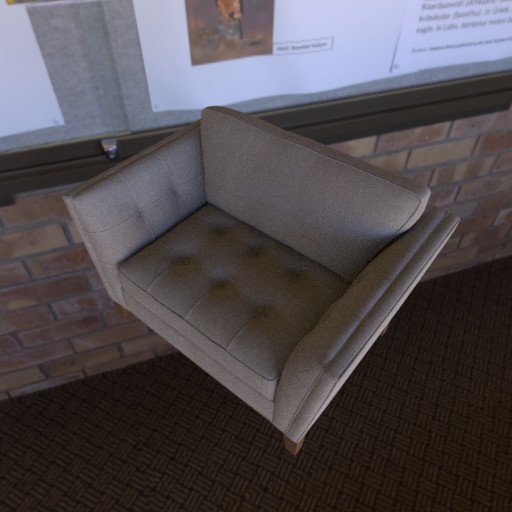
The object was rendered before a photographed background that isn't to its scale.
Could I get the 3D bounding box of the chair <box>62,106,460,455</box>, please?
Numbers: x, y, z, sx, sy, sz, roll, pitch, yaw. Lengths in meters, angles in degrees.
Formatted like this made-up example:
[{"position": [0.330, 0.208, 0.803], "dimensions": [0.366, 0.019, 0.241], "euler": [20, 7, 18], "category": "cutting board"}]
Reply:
[{"position": [0.000, 0.000, 2.077], "dimensions": [1.396, 0.942, 0.965], "euler": [30, 53, 26], "category": "chair"}]
